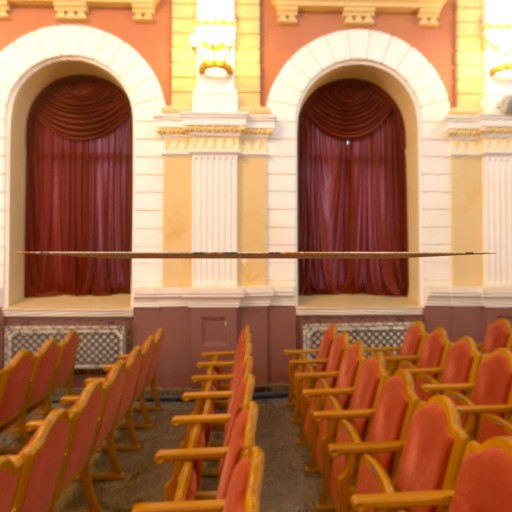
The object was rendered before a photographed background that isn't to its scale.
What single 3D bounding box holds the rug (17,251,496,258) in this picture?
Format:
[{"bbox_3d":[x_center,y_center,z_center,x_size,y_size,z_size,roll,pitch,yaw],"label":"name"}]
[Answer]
[{"bbox_3d":[0.000,0.000,2.993,2.428,0.010,1.533,0,-1,-1],"label":"rug"}]
